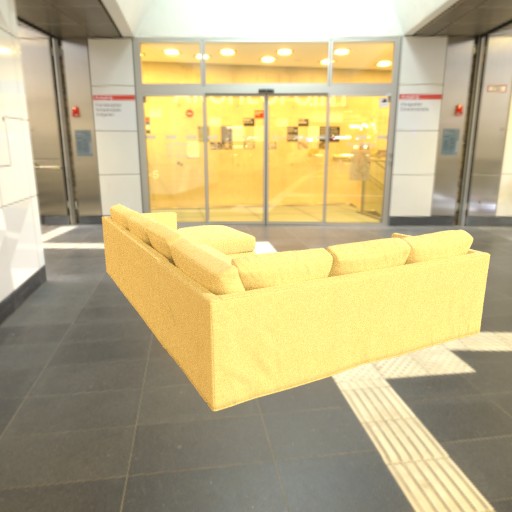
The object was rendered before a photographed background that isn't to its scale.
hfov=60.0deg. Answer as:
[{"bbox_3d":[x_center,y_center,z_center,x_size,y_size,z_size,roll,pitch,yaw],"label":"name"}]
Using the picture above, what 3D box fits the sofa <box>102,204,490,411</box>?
[{"bbox_3d":[0.000,0.000,4.522,2.427,0.882,3.460,-7,16,-27],"label":"sofa"}]
